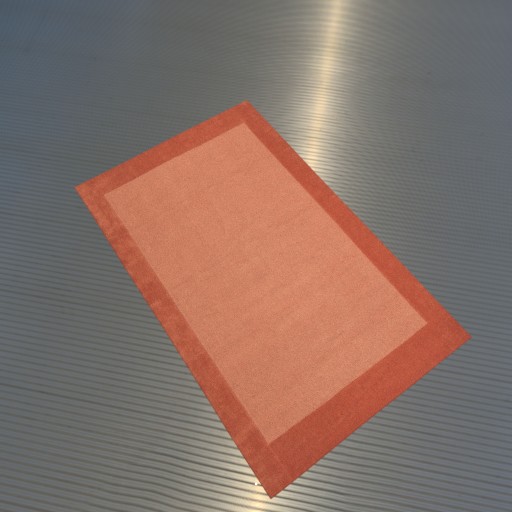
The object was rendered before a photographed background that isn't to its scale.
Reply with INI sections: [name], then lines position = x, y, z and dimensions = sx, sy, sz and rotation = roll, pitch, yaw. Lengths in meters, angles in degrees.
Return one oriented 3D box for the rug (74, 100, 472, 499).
[rug]
position = 0.000, 0.000, 2.974
dimensions = 1.524, 0.014, 2.438
rotation = -32, 67, -15
